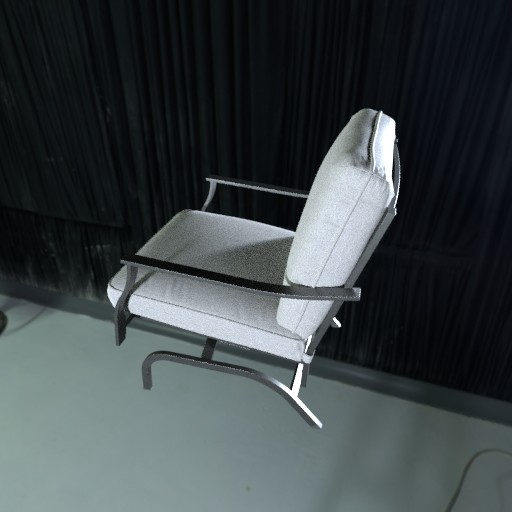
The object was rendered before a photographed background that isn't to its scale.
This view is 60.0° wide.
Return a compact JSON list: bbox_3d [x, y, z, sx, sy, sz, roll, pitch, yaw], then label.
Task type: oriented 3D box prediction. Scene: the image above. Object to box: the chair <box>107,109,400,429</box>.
[{"bbox_3d":[0.000,0.000,1.424,0.787,0.860,0.650,8,32,13],"label":"chair"}]
